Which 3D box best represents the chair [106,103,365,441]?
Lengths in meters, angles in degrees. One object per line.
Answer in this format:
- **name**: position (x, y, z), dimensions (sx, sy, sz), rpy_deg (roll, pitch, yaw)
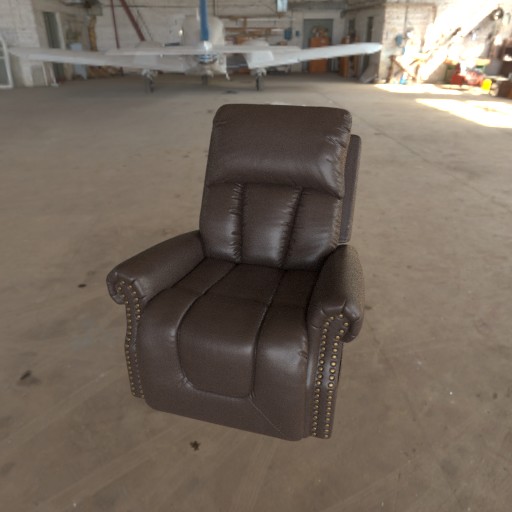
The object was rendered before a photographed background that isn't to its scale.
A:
- **chair**: position (0.000, 0.000, 1.739), dimensions (0.869, 1.028, 0.978), rpy_deg (7, 27, 14)
